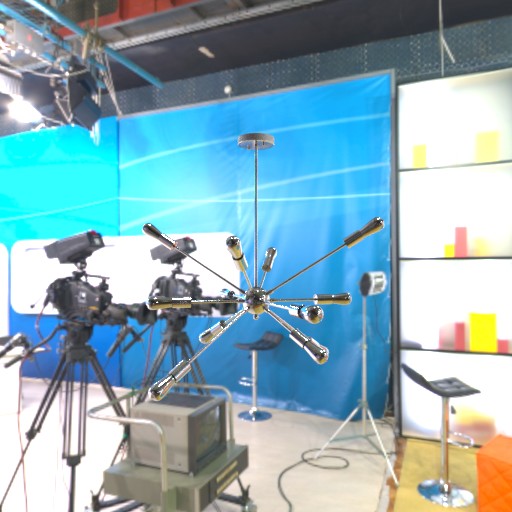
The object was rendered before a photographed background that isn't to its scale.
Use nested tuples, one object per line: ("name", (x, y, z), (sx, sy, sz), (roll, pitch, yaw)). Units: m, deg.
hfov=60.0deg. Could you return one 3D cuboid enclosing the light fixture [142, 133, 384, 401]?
("light fixture", (0.000, 0.000, 1.044), (0.509, 0.558, 0.684), (1, -2, -17))
